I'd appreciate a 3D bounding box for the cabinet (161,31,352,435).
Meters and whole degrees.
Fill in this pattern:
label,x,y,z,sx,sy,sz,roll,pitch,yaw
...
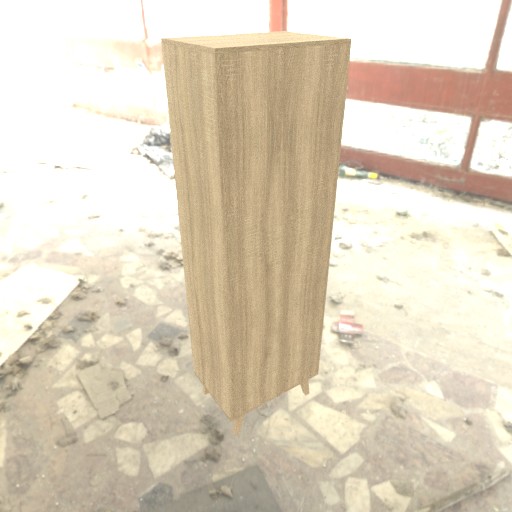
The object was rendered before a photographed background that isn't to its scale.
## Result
label,x,y,z,sx,sy,sz,roll,pitch,yaw
cabinet,0.000,0.000,2.090,0.570,1.850,0.400,-19,36,-29
